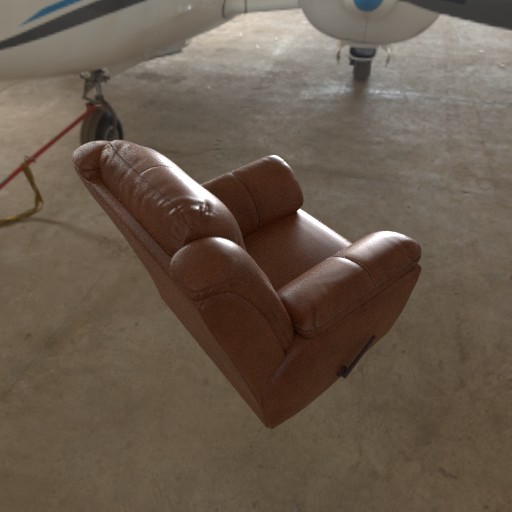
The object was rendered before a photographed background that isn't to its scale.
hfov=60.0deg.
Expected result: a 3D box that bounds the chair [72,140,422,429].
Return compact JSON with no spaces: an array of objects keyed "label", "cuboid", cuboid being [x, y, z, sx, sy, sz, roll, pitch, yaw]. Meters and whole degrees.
[{"label":"chair","cuboid":[0.000,0.000,1.863,1.041,1.093,0.990,-26,47,-27]}]
